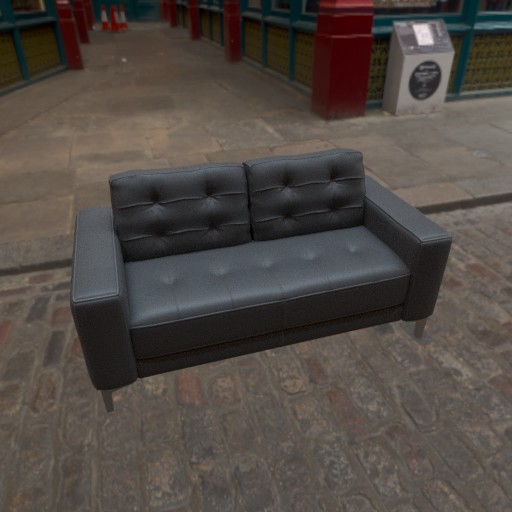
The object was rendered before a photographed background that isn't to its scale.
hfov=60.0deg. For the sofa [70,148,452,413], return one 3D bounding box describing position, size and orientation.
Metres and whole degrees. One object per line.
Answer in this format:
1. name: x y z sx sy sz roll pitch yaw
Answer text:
1. sofa: 0.000 0.000 2.275 1.726 0.893 0.833 -9 33 -15
